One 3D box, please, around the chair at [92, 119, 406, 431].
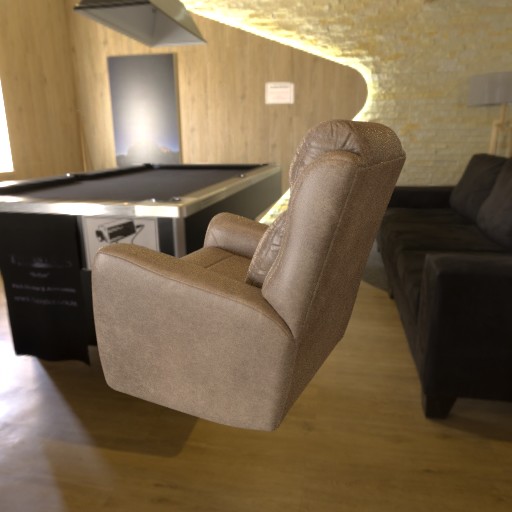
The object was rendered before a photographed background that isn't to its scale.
[{"bbox_3d":[0.000,0.000,1.927,1.068,1.116,0.965,8,17,26],"label":"chair"}]
